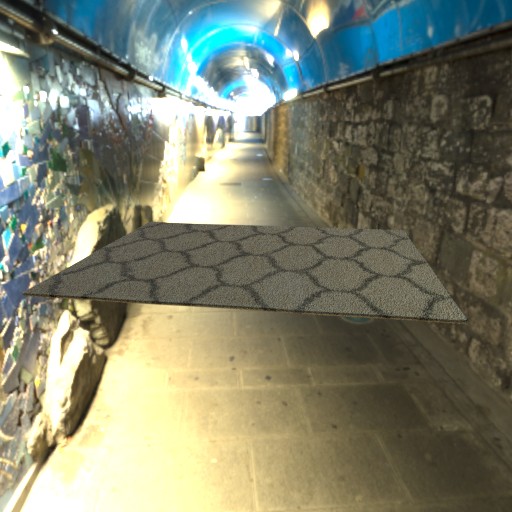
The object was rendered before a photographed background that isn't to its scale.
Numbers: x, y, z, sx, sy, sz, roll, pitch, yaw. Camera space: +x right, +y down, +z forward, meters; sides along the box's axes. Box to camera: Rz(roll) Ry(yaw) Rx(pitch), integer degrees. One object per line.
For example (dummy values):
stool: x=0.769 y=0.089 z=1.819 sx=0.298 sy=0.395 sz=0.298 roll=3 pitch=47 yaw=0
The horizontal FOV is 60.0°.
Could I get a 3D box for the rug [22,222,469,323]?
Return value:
rug: x=0.000 y=0.000 z=4.037 sx=3.000 sy=0.026 sz=2.399 roll=3 pitch=17 yaw=8
